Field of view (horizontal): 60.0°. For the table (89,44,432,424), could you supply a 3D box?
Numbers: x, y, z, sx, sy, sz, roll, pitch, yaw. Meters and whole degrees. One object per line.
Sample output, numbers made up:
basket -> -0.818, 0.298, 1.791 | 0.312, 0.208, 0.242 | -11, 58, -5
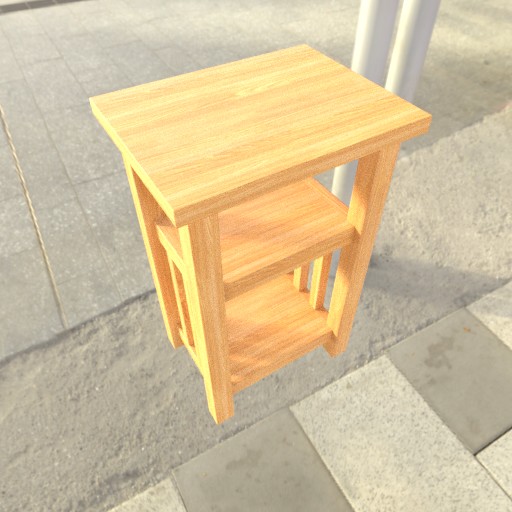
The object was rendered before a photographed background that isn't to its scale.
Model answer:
table -> 0.000, 0.000, 0.763 | 0.350, 0.550, 0.270 | -24, 51, -21
